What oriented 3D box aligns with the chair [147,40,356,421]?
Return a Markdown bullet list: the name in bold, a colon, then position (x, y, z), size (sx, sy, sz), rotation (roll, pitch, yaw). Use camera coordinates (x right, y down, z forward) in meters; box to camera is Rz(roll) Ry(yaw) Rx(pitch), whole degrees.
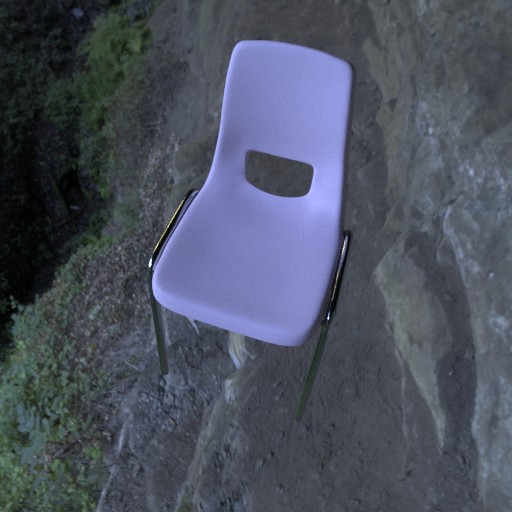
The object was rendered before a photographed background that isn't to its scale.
- **chair**: position (0.000, 0.000, 0.935), size (0.381, 0.704, 0.436), rotation (16, 60, 10)
